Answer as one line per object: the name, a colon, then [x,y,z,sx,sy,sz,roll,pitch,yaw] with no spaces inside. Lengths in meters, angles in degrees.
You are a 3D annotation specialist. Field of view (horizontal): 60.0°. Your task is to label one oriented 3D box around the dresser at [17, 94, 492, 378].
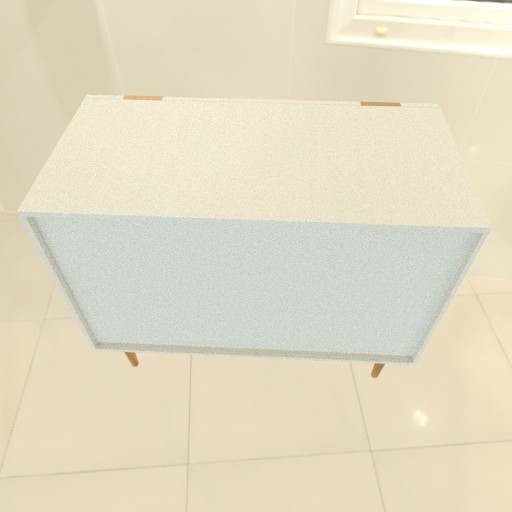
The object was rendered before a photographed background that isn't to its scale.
dresser: [0.000,0.000,1.263,0.905,0.721,0.457,2,48,2]
